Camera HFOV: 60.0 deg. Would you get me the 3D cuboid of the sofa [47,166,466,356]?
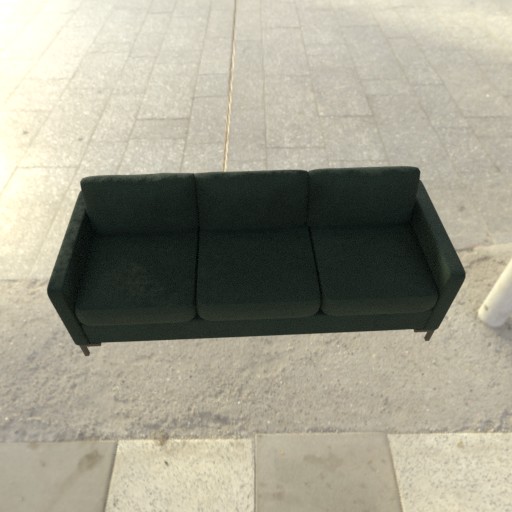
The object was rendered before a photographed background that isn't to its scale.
[{"bbox_3d":[0.000,0.000,2.749,2.218,0.870,0.859,-2,48,-2],"label":"sofa"}]
